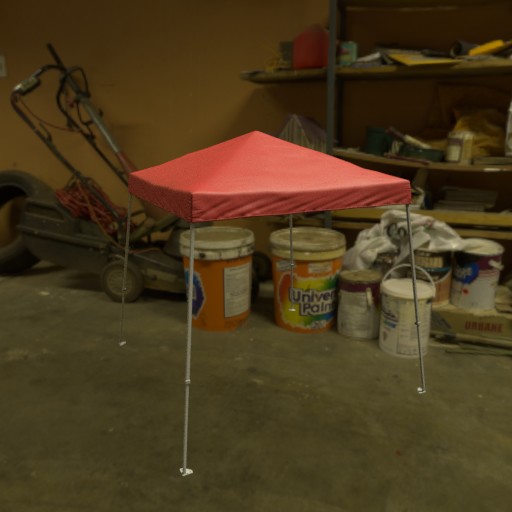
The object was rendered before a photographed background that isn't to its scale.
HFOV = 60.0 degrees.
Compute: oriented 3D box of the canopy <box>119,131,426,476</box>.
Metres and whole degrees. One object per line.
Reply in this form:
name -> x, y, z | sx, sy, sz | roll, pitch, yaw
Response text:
canopy -> 0.000, 0.000, 5.240 | 2.849, 2.849, 2.848 | -7, 16, -26
